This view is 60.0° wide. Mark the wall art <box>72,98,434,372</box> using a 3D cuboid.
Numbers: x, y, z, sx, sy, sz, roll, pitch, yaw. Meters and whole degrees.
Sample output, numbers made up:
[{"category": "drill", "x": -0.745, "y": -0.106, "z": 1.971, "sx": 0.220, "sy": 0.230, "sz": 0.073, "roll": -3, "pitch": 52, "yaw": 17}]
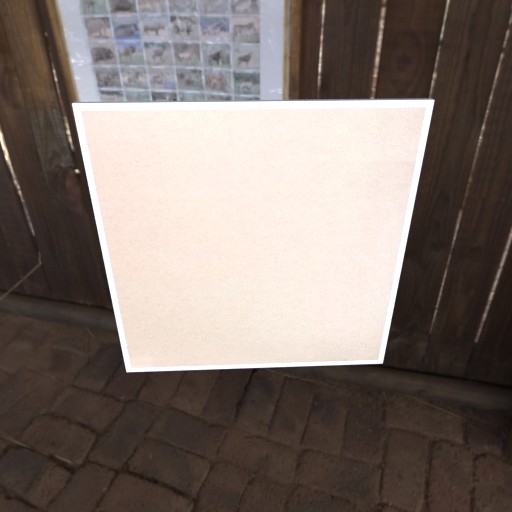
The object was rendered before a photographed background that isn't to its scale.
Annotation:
[{"category": "wall art", "x": 0.000, "y": 0.000, "z": 0.827, "sx": 0.557, "sy": 0.557, "sz": 0.012, "roll": -1, "pitch": 31, "yaw": -2}]
